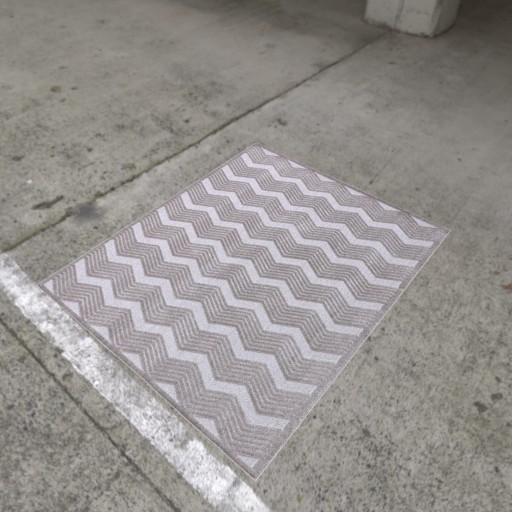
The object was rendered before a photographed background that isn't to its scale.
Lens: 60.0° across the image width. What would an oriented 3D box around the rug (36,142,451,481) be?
[{"bbox_3d":[0.000,0.000,3.941,2.391,0.005,2.880,31,53,26],"label":"rug"}]
